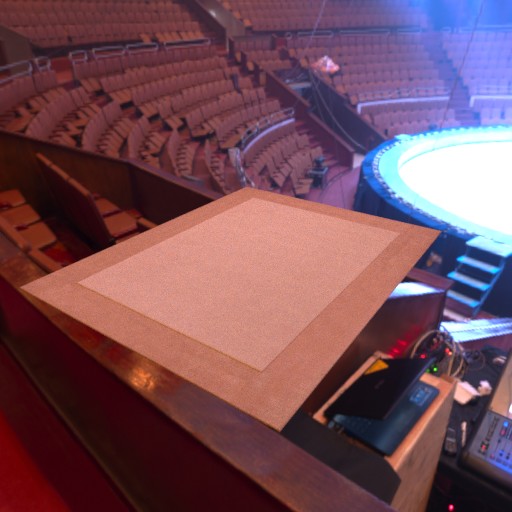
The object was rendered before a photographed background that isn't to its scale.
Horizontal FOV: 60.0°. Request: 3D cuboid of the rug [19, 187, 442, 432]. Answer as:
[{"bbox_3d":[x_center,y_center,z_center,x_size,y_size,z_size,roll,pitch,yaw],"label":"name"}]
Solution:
[{"bbox_3d":[0.000,0.000,3.991,2.438,0.014,3.048,18,32,31],"label":"rug"}]
